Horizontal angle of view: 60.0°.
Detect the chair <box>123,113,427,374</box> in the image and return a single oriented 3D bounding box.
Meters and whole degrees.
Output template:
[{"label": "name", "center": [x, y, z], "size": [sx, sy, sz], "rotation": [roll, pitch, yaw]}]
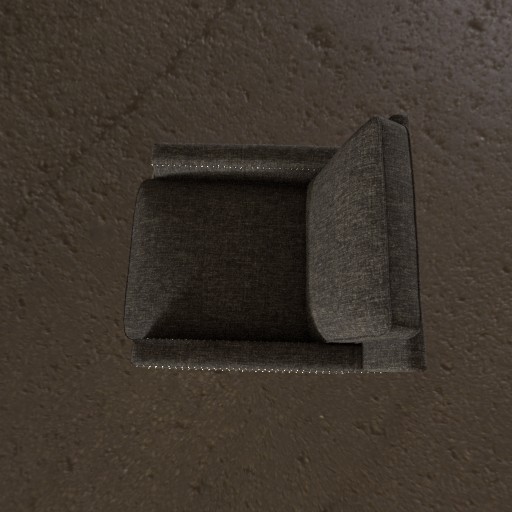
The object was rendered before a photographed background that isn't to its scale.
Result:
[{"label": "chair", "center": [0.000, 0.000, 1.704], "size": [1.014, 0.943, 0.853], "rotation": [2, 75, 0]}]
